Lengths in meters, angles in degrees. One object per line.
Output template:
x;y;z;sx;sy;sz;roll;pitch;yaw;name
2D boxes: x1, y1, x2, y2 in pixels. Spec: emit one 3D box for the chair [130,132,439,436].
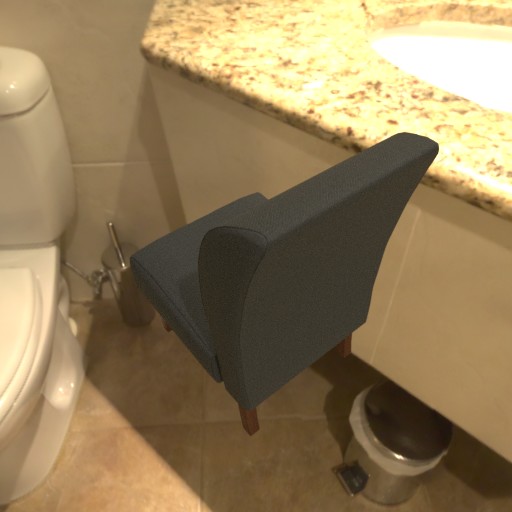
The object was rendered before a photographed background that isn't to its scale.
0.000;0.000;1.182;0.513;0.804;0.592;-31;54;-27;chair
